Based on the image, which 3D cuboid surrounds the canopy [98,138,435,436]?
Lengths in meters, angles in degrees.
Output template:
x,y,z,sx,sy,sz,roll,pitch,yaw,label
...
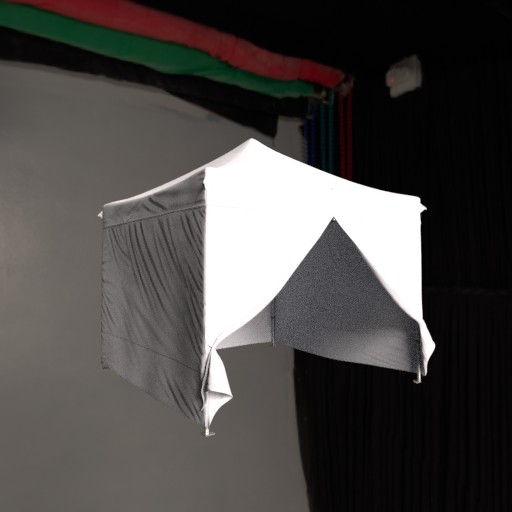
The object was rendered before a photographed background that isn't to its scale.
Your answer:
x,y,z,sx,sy,sz,roll,pitch,yaw,label
0.000,0.000,5.587,3.043,2.997,3.121,1,-1,-35,canopy
